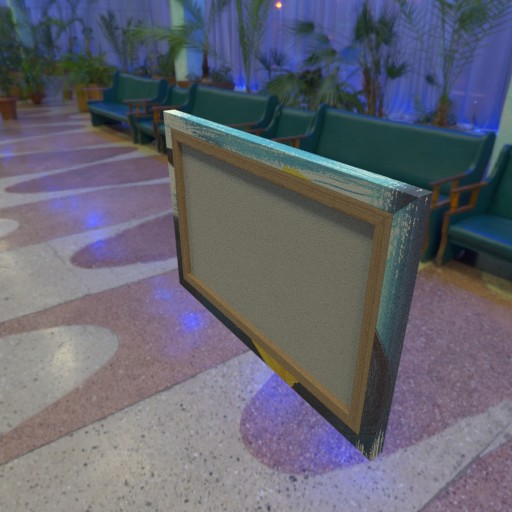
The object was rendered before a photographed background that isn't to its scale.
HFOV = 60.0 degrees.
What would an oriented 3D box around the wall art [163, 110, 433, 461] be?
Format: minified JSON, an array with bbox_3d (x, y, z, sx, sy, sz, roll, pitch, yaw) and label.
[{"bbox_3d":[0.000,0.000,1.163,0.039,0.610,0.914,-18,33,-31],"label":"wall art"}]
